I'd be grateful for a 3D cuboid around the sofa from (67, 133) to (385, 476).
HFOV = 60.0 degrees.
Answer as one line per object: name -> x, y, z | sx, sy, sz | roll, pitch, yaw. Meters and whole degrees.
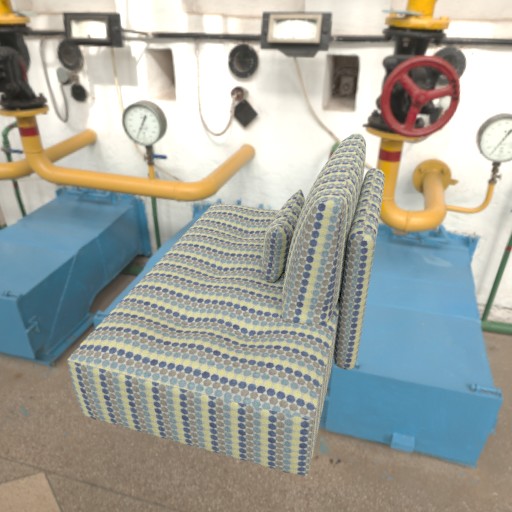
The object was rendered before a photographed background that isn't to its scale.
sofa -> 0.000, 0.000, 1.973 | 1.000, 0.820, 1.450 | 9, 32, 14
